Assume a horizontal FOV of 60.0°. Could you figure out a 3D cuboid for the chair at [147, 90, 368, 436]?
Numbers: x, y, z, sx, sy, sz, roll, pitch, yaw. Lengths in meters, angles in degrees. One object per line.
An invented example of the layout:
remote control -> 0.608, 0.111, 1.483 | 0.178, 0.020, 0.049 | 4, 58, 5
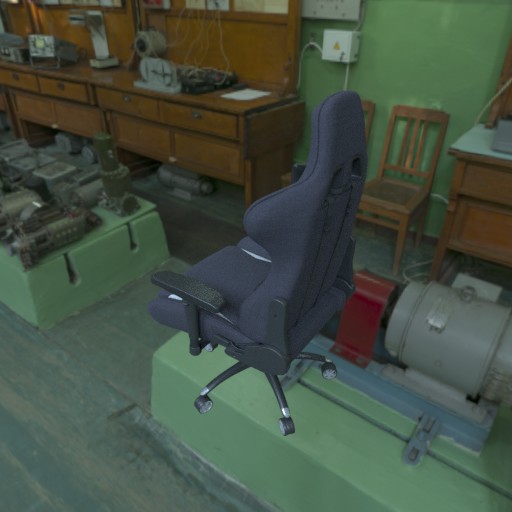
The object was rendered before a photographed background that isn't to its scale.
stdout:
chair -> 0.000, 0.000, 1.737 | 0.695, 1.300, 0.730 | 21, 38, 30
